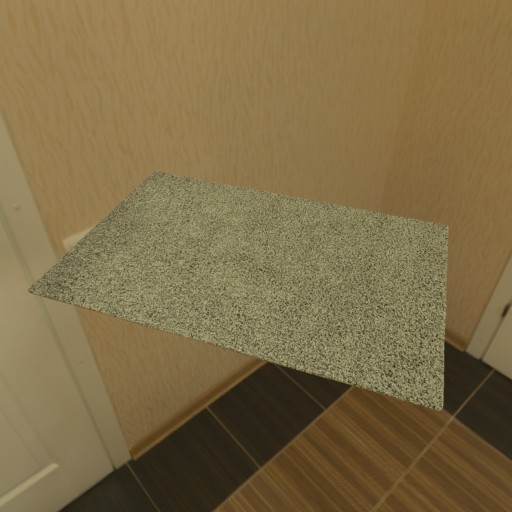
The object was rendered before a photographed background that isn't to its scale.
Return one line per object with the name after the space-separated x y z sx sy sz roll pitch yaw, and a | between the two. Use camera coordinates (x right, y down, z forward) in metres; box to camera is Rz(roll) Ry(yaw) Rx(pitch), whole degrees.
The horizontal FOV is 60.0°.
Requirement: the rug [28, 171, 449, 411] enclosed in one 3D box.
0.000 0.000 3.361 2.743 0.030 1.778 13 42 15 | rug
